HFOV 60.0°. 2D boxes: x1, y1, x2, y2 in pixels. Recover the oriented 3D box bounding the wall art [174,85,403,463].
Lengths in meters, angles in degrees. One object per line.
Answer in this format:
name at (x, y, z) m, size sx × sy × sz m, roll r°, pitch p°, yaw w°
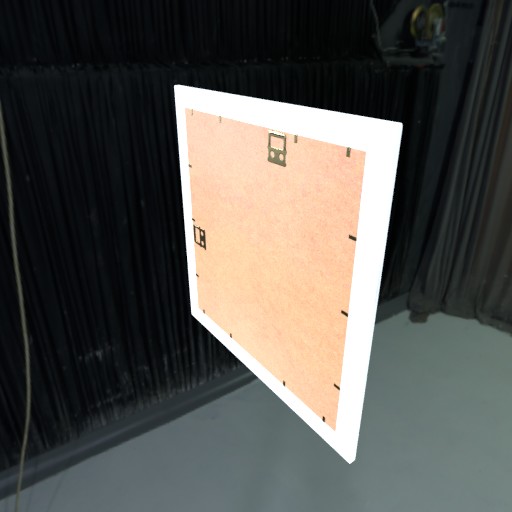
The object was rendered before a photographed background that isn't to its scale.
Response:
wall art at (0.000, 0.000, 0.869) m, size 0.013 × 0.584 × 0.584 m, roll -18°, pitch 31°, yaw -32°
